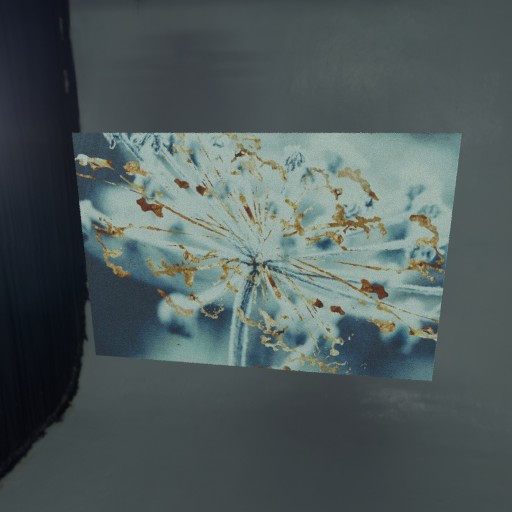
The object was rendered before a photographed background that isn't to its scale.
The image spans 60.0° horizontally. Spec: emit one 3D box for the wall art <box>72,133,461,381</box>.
[{"bbox_3d":[0.000,0.000,0.757,0.607,0.405,0.036,2,16,8],"label":"wall art"}]
